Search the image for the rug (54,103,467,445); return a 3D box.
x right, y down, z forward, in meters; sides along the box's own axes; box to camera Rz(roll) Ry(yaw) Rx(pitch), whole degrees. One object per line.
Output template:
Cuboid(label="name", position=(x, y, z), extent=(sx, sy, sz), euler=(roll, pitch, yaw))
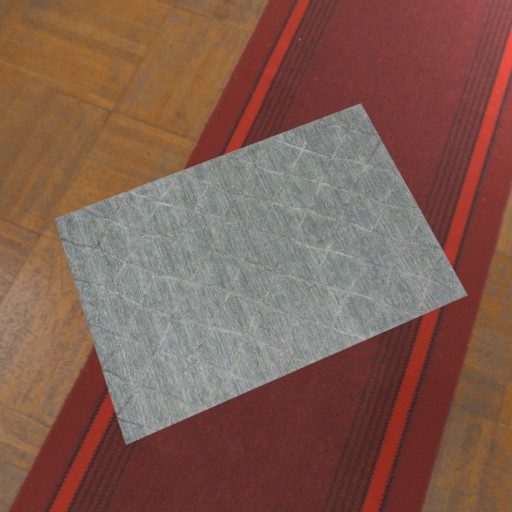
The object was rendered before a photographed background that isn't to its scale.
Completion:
Cuboid(label="rug", position=(0.000, 0.000, 2.892), extent=(2.283, 0.006, 1.521), euler=(-22, 76, -6))
